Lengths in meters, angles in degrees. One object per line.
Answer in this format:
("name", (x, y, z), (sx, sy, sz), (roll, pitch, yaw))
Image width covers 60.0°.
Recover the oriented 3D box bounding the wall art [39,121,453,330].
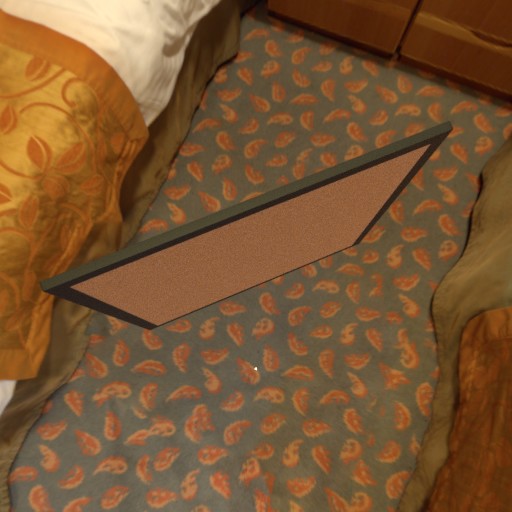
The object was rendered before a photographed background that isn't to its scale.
("wall art", (0.000, 0.000, 0.978), (0.663, 0.659, 0.016), (-22, 77, -5))
